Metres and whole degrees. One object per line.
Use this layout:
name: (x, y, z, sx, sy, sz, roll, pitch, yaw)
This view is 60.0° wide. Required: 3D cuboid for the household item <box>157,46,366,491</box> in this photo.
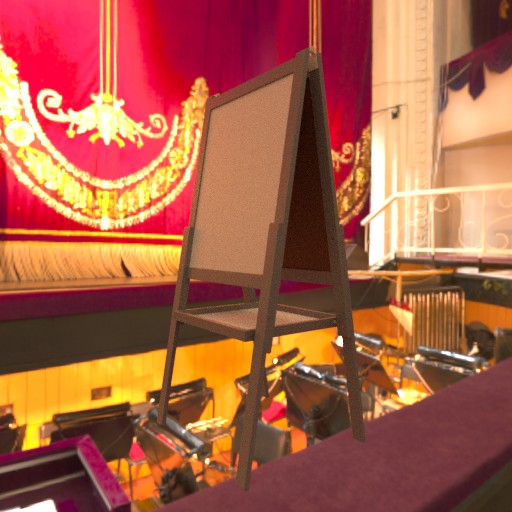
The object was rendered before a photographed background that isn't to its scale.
household item: (0.000, 0.000, 1.453, 0.469, 1.172, 0.531, -2, 3, -37)
